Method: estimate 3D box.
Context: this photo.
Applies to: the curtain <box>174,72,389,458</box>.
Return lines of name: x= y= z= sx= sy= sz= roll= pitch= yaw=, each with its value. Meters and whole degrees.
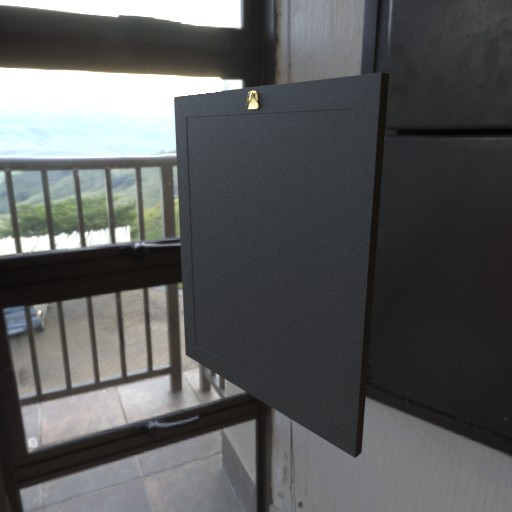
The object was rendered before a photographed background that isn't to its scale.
curtain: x=0.000 y=0.000 z=0.819 sx=0.027 sy=0.585 sz=0.483 roll=-14 pitch=20 yaw=-41
